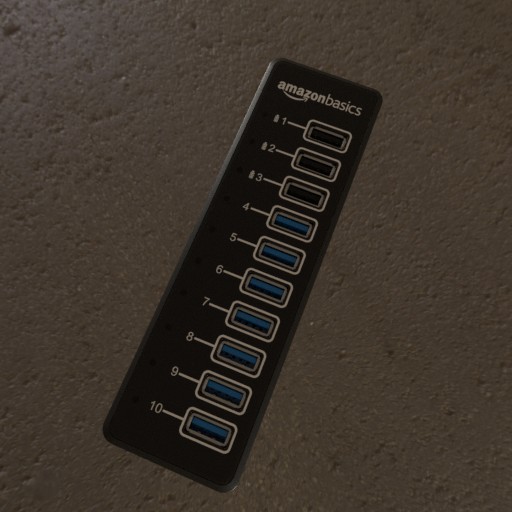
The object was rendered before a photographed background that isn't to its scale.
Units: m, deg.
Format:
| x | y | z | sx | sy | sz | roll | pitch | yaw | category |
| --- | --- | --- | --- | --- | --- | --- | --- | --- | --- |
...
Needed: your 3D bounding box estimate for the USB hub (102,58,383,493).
| x | y | z | sx | sy | sz | roll | pitch | yaw | category |
| --- | --- | --- | --- | --- | --- | --- | --- | --- | --- |
| 0.000 | 0.000 | 0.158 | 0.044 | 0.023 | 0.145 | 21 | 77 | 5 | USB hub |
